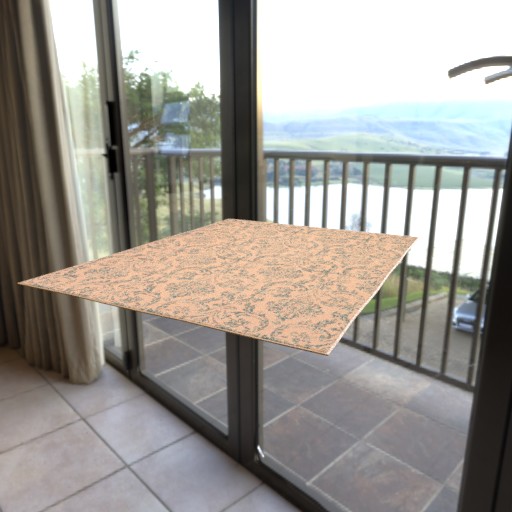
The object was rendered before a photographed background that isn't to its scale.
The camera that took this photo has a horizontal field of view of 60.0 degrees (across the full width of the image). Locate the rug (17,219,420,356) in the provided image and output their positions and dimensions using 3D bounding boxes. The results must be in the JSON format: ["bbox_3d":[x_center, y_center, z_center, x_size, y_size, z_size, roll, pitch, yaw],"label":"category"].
[{"bbox_3d":[0.000,0.000,3.965,2.363,0.012,2.980,8,17,27],"label":"rug"}]
